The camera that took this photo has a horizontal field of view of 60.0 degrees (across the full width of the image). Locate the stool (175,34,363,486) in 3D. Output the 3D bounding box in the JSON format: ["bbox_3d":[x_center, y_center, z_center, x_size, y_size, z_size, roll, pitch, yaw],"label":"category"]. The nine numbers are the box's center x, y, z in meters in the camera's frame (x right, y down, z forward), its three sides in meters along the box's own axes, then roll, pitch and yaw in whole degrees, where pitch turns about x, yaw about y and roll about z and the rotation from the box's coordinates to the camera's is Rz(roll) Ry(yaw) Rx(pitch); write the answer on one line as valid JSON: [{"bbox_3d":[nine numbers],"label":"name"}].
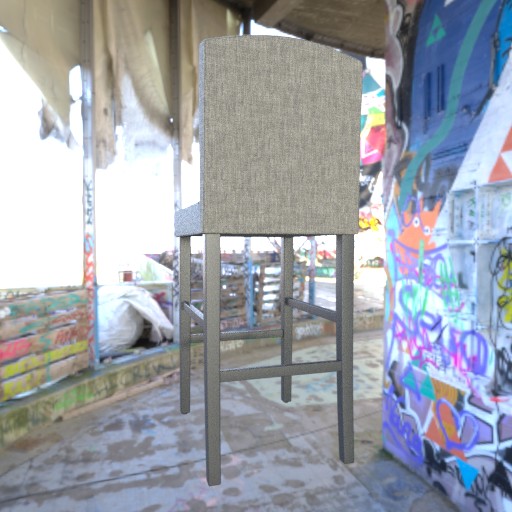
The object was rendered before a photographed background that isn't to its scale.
[{"bbox_3d":[0.000,0.000,1.401,0.451,1.138,0.552,0,2,-17],"label":"stool"}]
